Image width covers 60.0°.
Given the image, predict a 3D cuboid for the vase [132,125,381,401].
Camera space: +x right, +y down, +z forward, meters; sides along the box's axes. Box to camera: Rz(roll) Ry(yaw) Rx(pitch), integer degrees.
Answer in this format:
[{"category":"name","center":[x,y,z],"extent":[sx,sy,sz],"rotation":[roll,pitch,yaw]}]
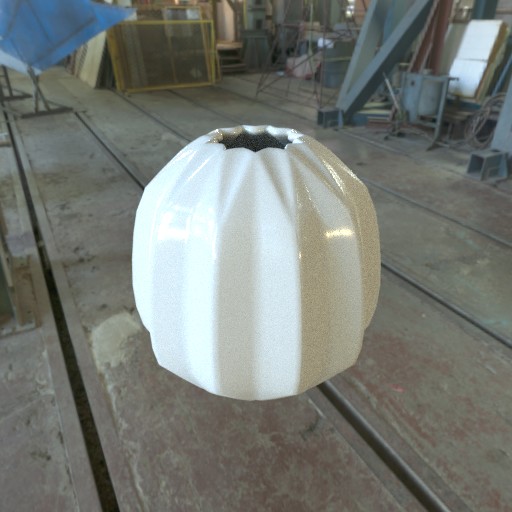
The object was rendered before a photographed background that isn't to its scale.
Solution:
[{"category":"vase","center":[0.000,0.000,0.250],"extent":[0.139,0.134,0.139],"rotation":[0,30,0]}]
